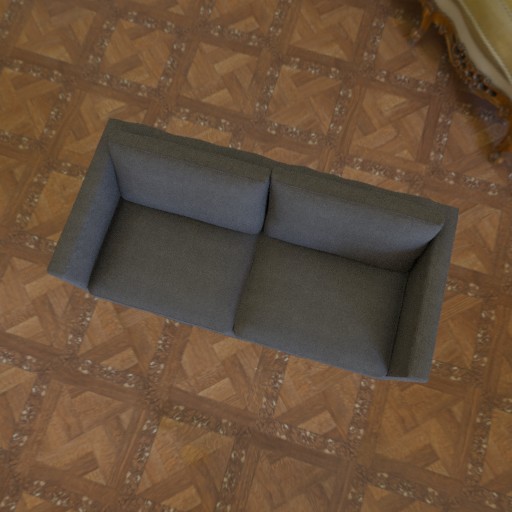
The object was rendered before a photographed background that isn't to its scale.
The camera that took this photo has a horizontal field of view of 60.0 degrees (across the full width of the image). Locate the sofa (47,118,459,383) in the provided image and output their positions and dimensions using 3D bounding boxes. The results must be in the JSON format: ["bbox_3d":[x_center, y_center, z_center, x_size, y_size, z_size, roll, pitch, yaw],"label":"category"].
[{"bbox_3d":[0.000,0.000,2.539,1.982,0.855,0.953,15,76,4],"label":"sofa"}]
